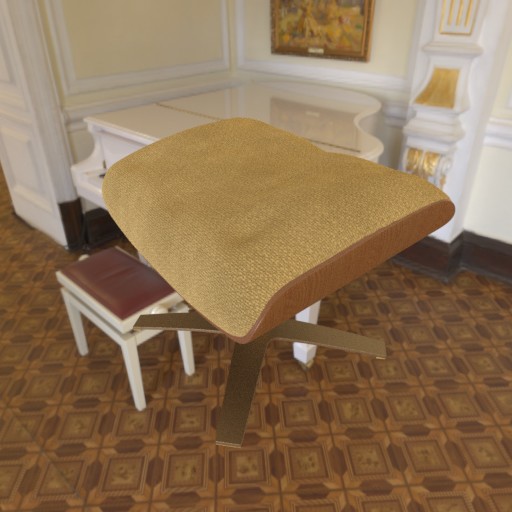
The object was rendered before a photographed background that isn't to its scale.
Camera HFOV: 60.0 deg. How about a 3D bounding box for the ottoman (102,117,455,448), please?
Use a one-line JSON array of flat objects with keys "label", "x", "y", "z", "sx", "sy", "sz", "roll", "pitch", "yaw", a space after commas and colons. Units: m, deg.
[{"label": "ottoman", "x": 0.000, "y": 0.000, "z": 0.812, "sx": 0.394, "sy": 0.391, "sz": 0.520, "roll": -20, "pitch": 36, "yaw": -30}]
